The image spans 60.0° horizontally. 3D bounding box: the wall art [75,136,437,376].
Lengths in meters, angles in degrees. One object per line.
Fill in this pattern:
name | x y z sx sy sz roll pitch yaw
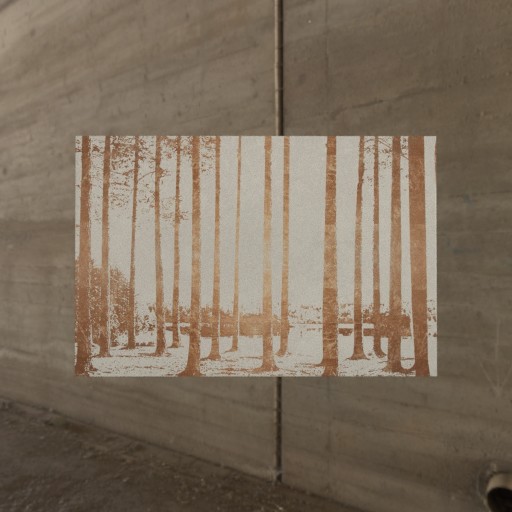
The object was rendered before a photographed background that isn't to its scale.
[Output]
wall art | 0.000 0.000 0.764 0.609 0.405 0.035 0 -1 0
